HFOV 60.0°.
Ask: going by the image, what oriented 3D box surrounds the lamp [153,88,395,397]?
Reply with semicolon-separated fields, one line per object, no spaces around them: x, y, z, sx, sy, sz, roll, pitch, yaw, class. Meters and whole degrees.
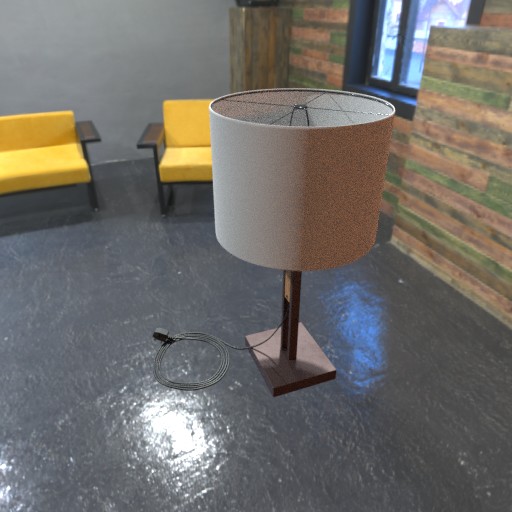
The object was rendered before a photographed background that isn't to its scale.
0.000;0.000;1.019;0.525;0.668;0.396;-11;32;-18;lamp
